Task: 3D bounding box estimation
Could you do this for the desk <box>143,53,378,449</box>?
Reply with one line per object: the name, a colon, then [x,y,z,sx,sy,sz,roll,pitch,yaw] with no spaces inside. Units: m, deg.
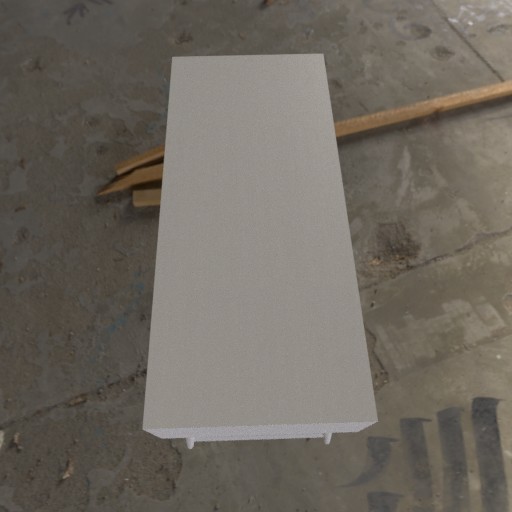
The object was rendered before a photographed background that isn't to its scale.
desk: [0.000,0.000,1.711,0.589,0.762,1.313,-2,63,-1]
